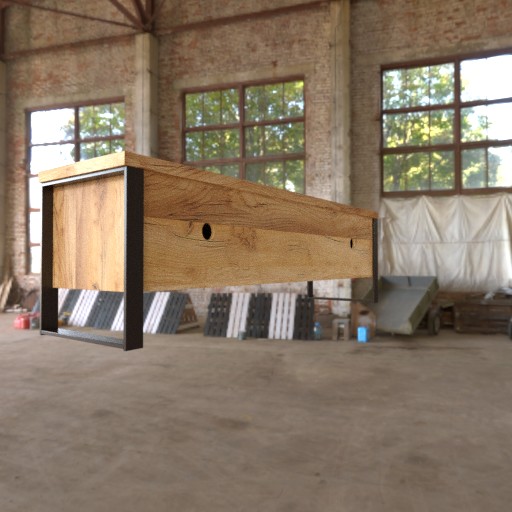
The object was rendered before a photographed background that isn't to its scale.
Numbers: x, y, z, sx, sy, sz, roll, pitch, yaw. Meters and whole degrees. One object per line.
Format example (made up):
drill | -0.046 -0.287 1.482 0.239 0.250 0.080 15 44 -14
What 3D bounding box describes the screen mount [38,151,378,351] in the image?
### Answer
screen mount | 0.000 0.000 1.719 0.395 0.450 1.524 -1 -1 36
